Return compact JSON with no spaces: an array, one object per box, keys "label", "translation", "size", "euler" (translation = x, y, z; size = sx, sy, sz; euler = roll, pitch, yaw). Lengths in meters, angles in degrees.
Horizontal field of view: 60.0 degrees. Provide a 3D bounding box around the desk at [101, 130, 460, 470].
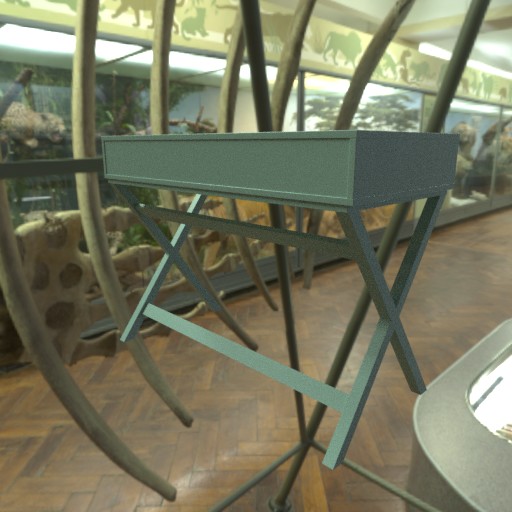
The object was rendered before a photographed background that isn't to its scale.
[{"label":"desk","translation":[0.000,0.000,1.484],"size":[0.509,0.780,1.059],"euler":[-14,20,-43]}]
